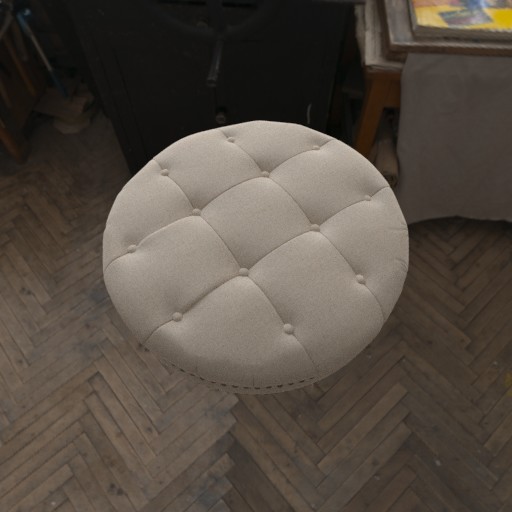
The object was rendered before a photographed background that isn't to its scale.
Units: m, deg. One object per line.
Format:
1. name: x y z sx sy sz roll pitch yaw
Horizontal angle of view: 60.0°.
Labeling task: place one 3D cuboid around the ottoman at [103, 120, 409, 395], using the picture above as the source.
1. ottoman: 0.000 0.000 1.499 0.940 0.483 0.940 0 60 0
